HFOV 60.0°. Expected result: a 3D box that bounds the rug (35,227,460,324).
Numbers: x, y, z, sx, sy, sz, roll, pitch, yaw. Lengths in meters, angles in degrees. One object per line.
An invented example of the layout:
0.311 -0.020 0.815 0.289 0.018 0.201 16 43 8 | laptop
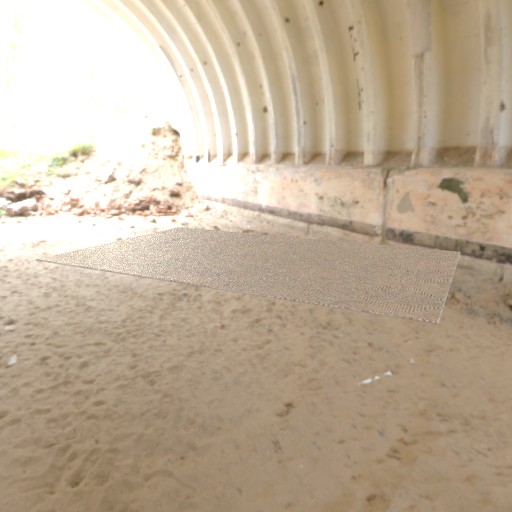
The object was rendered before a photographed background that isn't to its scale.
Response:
0.000 0.000 2.977 2.428 0.007 1.519 6 14 27 | rug
